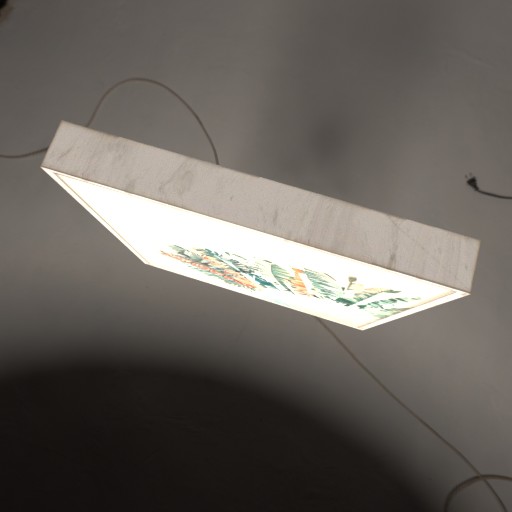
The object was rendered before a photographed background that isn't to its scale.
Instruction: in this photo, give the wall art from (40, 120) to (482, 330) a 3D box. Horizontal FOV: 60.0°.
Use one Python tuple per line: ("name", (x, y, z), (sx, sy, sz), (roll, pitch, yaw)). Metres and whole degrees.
("wall art", (0.000, 0.000, 0.451), (0.305, 0.303, 0.038), (17, 77, 4))
